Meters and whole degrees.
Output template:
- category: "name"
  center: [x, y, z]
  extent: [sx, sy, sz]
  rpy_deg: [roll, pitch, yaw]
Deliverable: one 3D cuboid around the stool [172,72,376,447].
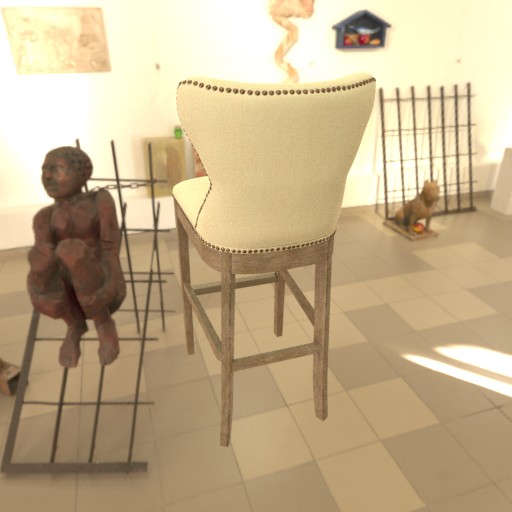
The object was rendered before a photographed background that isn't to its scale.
- category: "stool"
  center: [0.000, 0.000, 1.437]
  extent: [0.494, 1.123, 0.606]
  rpy_deg: [-8, 28, -16]
